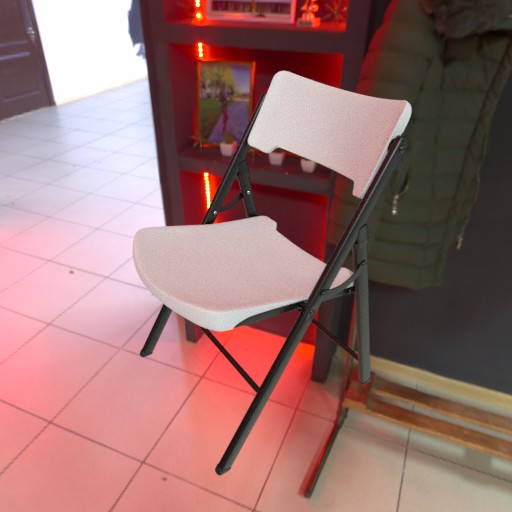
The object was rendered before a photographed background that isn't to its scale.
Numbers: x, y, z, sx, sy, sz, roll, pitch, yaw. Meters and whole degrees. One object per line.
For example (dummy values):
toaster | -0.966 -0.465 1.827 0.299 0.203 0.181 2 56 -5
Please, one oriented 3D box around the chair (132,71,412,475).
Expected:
chair | 0.000 0.000 1.106 0.577 0.765 0.482 -20 38 -29
